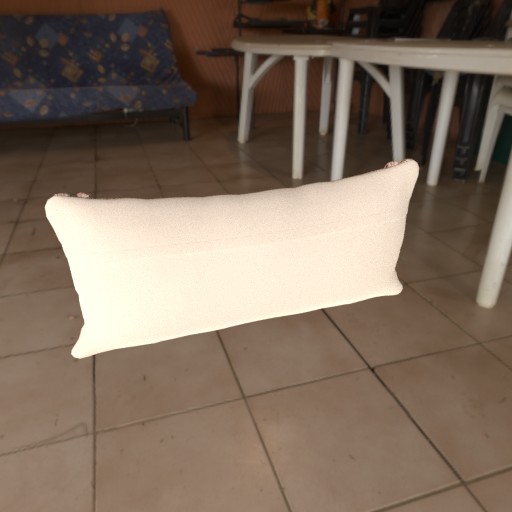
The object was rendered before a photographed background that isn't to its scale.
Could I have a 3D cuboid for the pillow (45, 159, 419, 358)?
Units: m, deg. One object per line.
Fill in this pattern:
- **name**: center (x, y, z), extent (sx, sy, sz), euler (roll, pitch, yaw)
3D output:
- **pillow**: center (0.000, 0.000, 0.754), extent (0.635, 0.282, 0.139), euler (-9, 28, -17)
